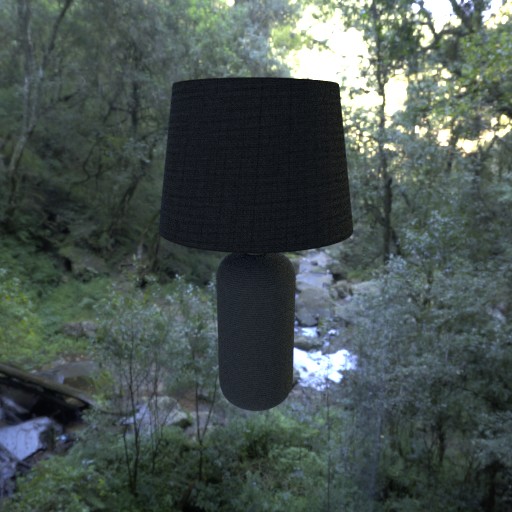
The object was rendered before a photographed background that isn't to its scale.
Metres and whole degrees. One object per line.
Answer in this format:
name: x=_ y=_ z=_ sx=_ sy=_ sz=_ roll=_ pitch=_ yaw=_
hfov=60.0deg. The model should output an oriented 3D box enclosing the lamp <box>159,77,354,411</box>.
lamp: x=0.000 y=0.000 z=0.596 sx=0.251 sy=0.429 sz=0.251 roll=0 pitch=17 yaw=0
